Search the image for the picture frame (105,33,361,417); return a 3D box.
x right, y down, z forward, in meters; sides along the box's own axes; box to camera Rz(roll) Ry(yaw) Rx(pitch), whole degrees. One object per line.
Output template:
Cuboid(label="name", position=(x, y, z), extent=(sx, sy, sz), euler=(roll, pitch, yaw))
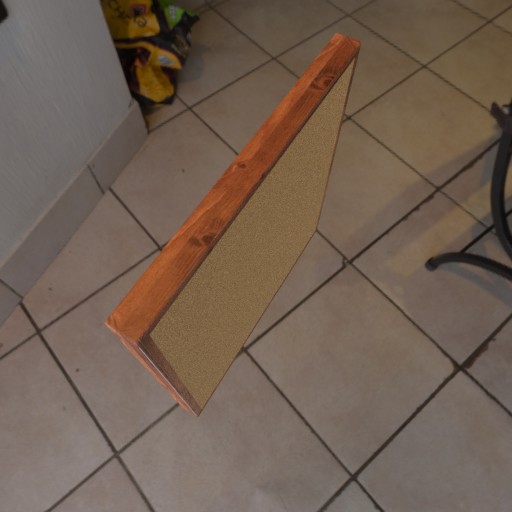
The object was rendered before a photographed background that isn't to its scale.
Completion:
Cuboid(label="picture frame", position=(0.000, 0.000, 0.524), extent=(0.028, 0.356, 0.352), euler=(28, 66, 14))
